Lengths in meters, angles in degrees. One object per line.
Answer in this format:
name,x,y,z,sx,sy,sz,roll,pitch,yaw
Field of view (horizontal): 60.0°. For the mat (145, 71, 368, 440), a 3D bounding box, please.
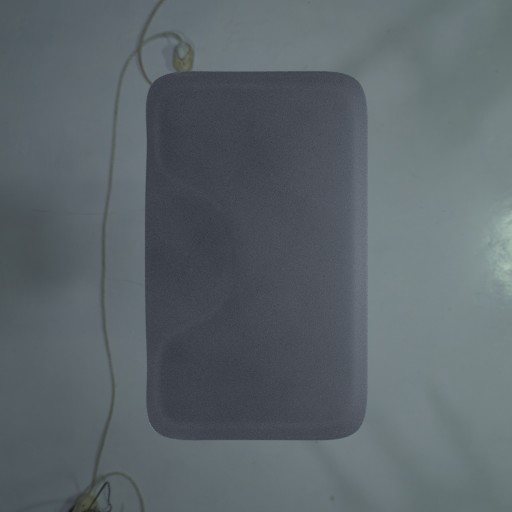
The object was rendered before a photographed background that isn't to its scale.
mat,0.000,0.000,1.825,0.918,0.013,1.524,0,90,1
